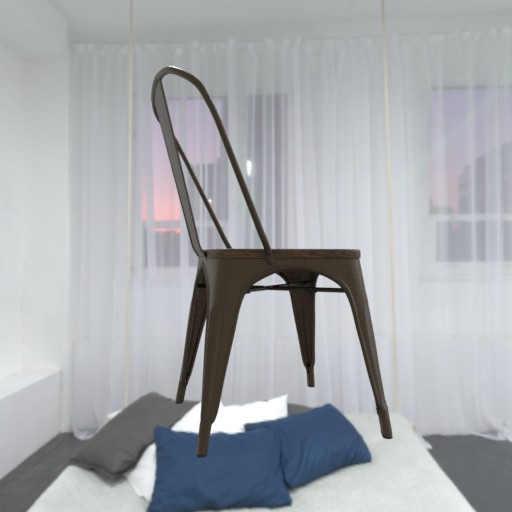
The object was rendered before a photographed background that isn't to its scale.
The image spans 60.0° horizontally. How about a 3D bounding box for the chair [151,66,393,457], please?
[{"bbox_3d":[0.000,0.000,1.162,0.532,0.844,0.451,0,0,-17],"label":"chair"}]
